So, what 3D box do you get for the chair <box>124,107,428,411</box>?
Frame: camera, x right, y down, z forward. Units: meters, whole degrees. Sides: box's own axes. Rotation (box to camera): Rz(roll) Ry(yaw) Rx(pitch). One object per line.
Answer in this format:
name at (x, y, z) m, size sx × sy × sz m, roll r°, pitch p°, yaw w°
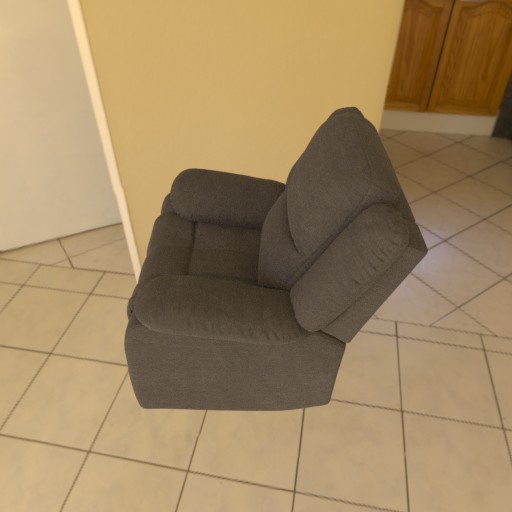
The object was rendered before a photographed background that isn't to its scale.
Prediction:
chair at (0.000, 0.000, 1.723) m, size 0.944 × 1.008 × 0.899 m, roll 1°, pitch 40°, yaw 1°
